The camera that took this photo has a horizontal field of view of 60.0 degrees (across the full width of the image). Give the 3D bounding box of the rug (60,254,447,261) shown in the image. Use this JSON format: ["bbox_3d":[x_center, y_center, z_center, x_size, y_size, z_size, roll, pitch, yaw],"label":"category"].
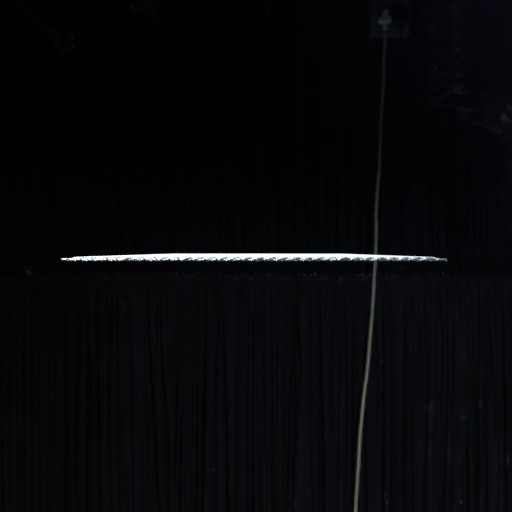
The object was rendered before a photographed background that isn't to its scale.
[{"bbox_3d":[0.000,0.000,2.330,1.243,0.013,1.872,0,1,1],"label":"rug"}]
